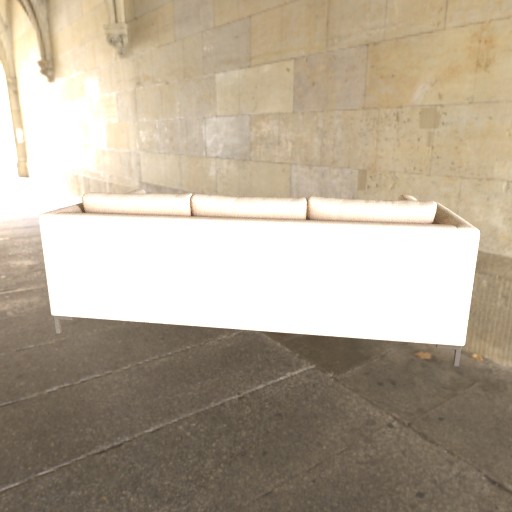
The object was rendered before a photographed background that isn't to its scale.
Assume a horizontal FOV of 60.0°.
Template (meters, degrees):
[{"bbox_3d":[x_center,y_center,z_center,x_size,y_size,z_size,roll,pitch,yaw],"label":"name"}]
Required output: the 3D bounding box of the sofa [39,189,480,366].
[{"bbox_3d":[0.000,0.000,2.920,2.415,0.867,0.969,3,16,10],"label":"sofa"}]
